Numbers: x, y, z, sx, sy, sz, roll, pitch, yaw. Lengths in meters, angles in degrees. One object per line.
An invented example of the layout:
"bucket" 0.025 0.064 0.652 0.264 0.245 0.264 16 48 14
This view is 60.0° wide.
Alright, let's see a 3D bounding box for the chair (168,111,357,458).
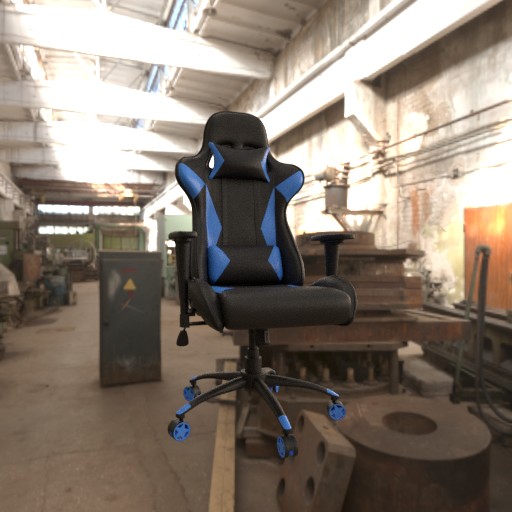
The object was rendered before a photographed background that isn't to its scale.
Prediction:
"chair" 0.000 0.000 1.722 0.695 1.282 0.730 0 0 -18
